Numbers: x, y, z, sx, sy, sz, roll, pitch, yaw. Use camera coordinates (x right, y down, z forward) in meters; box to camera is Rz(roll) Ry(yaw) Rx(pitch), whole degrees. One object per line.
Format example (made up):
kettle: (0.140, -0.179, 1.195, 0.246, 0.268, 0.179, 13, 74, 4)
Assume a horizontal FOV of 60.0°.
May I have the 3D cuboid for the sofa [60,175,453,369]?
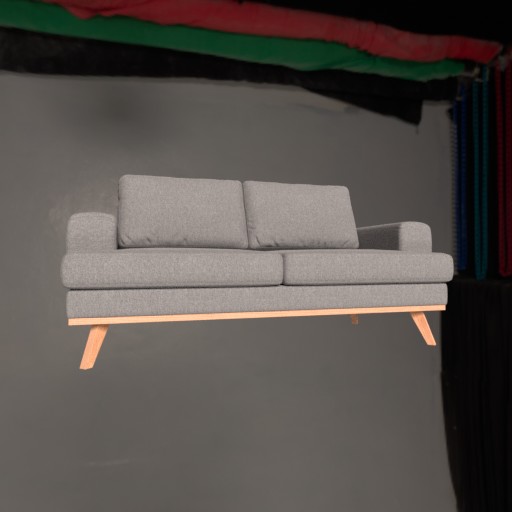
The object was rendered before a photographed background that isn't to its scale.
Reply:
sofa: (0.000, 0.000, 2.123, 1.650, 0.810, 0.785, 0, 0, -17)
